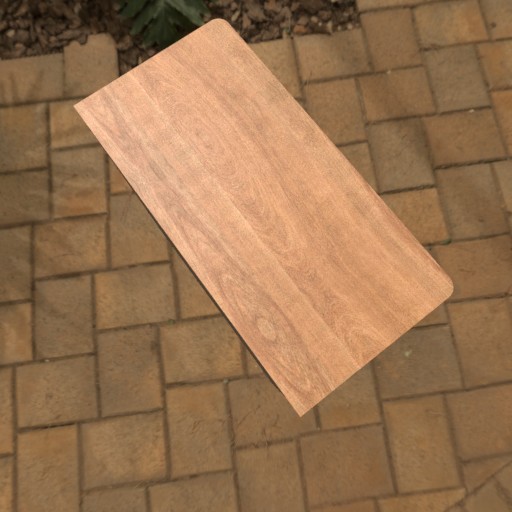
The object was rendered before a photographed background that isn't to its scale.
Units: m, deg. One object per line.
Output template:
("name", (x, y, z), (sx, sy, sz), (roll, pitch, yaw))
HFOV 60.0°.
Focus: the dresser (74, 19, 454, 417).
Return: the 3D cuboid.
("dresser", (0.000, 0.000, 1.753), (0.484, 1.318, 0.973), (-36, 79, -8))
